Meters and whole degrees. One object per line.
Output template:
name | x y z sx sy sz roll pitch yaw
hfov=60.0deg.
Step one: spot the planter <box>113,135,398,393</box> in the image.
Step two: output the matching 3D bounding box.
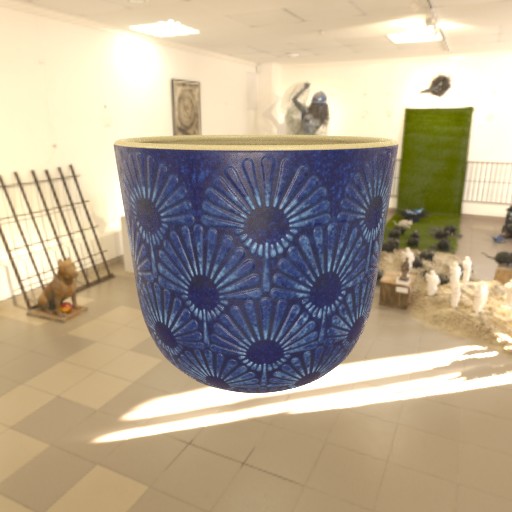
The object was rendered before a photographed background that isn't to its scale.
planter | 0.000 0.000 0.298 0.170 0.153 0.170 0 17 0
